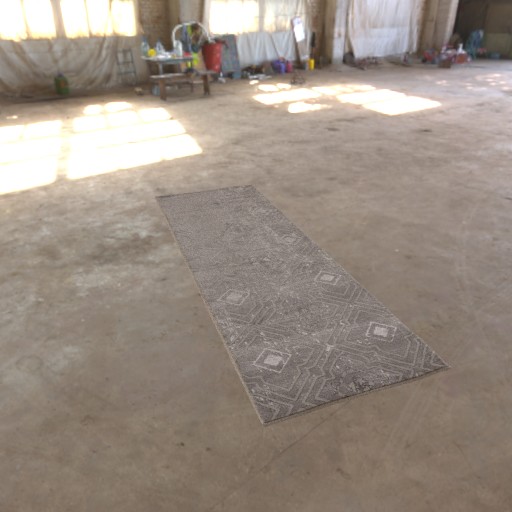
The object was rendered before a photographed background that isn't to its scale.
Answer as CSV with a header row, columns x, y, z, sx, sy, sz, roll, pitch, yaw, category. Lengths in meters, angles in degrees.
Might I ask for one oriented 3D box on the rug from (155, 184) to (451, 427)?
x,y,z,sx,sy,sz,roll,pitch,yaw,category
0.000,0.000,2.669,0.832,0.035,2.381,-10,30,-18,rug
